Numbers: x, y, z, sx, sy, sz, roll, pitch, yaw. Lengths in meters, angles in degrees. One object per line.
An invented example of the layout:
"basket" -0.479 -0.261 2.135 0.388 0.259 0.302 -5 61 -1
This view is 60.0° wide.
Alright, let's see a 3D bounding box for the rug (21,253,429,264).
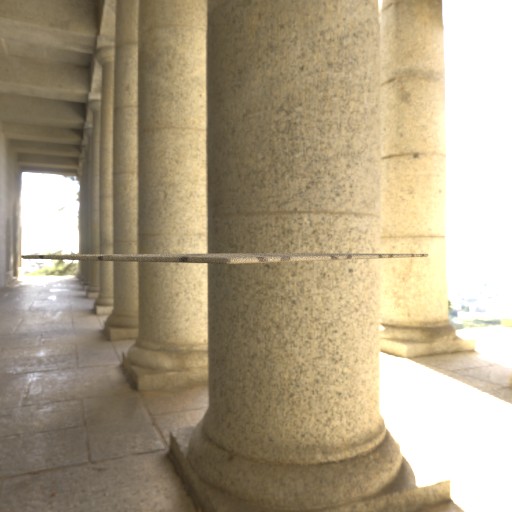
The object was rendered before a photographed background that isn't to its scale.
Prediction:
"rug" 0.000 0.000 3.399 1.801 0.026 2.701 1 1 38
